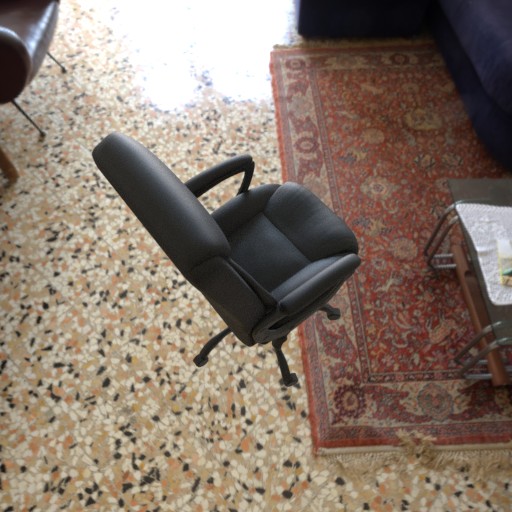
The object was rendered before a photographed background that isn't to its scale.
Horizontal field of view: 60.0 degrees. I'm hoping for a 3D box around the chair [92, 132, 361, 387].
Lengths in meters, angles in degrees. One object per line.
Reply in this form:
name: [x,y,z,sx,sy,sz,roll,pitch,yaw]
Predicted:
chair: [0.000,0.000,1.460,0.655,1.072,0.615,-33,63,-19]
